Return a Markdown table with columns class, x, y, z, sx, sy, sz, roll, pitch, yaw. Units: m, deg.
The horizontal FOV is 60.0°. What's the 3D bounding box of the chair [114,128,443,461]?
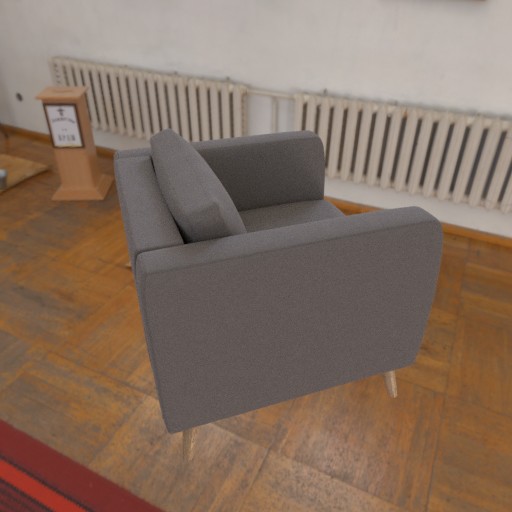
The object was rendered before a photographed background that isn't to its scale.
| class | x | y | z | sx | sy | sz | roll | pitch | yaw |
| --- | --- | --- | --- | --- | --- | --- | --- | --- | --- |
| chair | 0.000 | 0.000 | 1.722 | 0.930 | 0.860 | 1.000 | -11 | 35 | -16 |
